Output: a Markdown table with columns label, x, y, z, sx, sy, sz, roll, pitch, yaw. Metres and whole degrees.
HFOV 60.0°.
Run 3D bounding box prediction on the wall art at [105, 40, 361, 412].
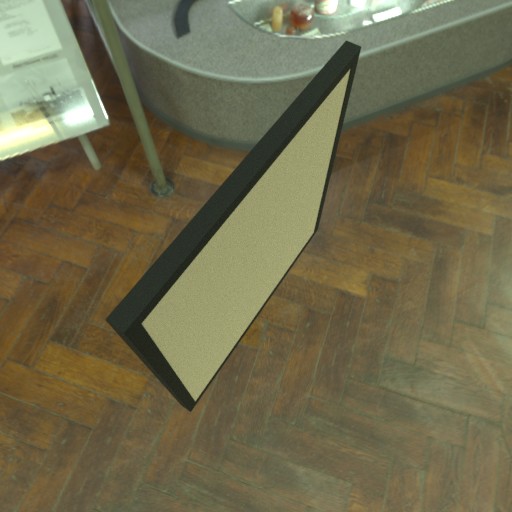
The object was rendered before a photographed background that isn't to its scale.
| label | x | y | z | sx | sy | sz | roll | pitch | yaw |
| --- | --- | --- | --- | --- | --- | --- | --- | --- | --- |
| wall art | 0.000 | 0.000 | 0.458 | 0.015 | 0.304 | 0.306 | 30 | 66 | 15 |
